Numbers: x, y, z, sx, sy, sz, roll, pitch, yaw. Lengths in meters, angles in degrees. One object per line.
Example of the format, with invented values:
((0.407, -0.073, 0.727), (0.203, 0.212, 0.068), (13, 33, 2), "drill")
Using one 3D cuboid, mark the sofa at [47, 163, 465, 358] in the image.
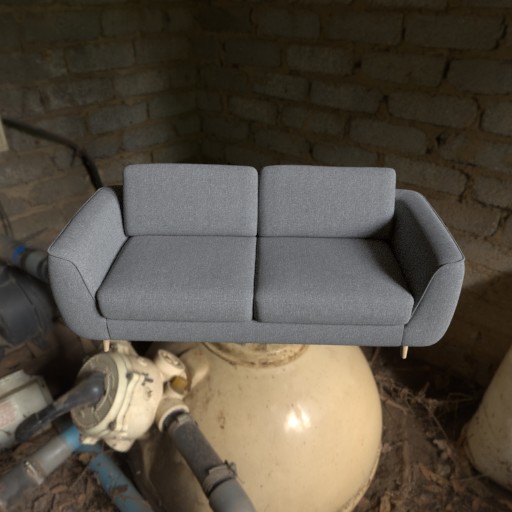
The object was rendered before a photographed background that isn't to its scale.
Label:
((0.000, 0.000, 2.479), (2.000, 0.870, 0.920), (1, 31, 2), "sofa")
